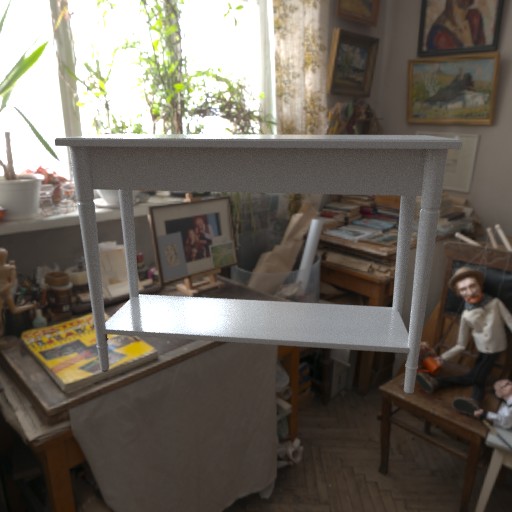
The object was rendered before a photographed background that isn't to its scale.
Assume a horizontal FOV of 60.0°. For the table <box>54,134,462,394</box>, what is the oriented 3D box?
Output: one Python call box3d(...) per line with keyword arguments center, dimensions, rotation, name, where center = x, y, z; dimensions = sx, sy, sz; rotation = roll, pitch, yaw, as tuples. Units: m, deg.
box3d(center=(0.000, 0.000, 1.437), dimensions=(1.067, 0.749, 0.381), rotation=(2, 17, 7), name="table")
